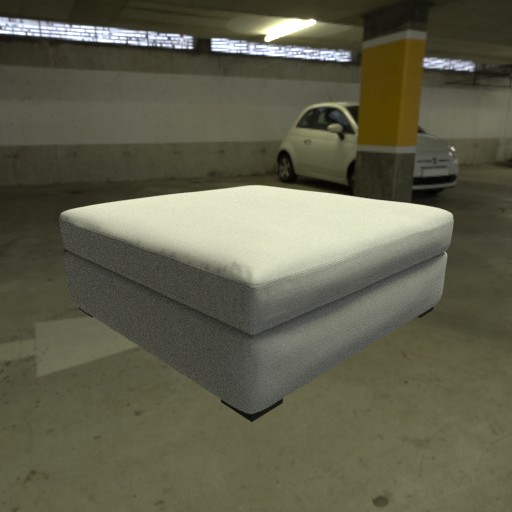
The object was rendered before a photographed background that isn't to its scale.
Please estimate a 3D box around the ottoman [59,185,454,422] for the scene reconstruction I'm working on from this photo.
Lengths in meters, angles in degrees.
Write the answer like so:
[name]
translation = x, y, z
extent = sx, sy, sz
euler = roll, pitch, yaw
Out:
[ottoman]
translation = 0.000, 0.000, 1.821
extent = 1.167, 0.482, 1.163
euler = -15, 22, -42
